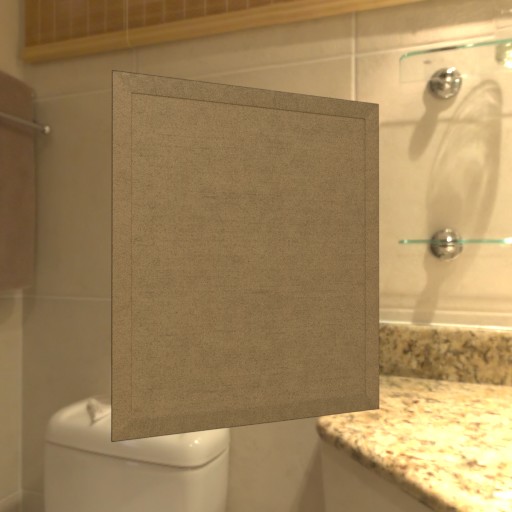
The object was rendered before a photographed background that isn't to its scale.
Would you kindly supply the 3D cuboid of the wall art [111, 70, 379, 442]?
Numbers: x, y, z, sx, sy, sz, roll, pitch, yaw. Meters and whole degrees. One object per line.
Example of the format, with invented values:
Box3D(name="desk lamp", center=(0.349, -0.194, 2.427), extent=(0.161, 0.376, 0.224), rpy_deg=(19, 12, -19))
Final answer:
Box3D(name="wall art", center=(0.000, 0.000, 0.615), extent=(0.381, 0.457, 0.023), rpy_deg=(0, 0, -18))
